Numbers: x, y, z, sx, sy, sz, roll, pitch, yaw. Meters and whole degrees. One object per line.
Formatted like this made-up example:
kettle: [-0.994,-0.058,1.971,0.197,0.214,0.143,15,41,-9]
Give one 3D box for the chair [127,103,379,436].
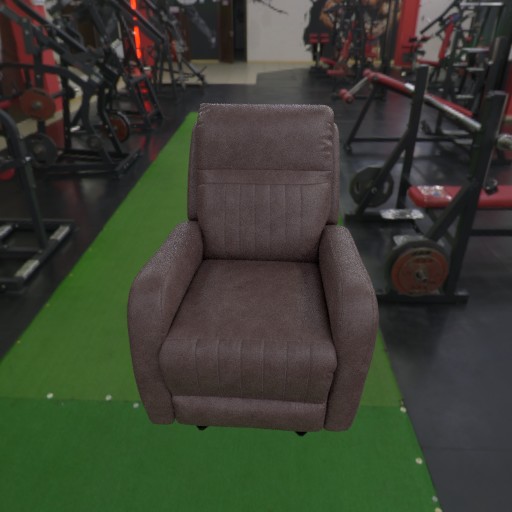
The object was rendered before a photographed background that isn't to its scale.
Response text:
chair: [0.000,0.000,1.850,0.865,1.067,1.067,2,30,4]
